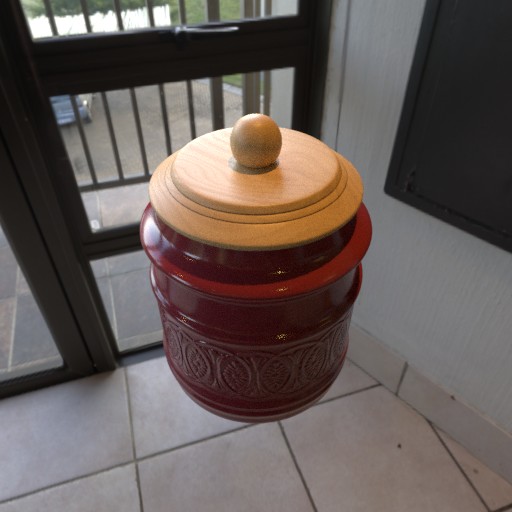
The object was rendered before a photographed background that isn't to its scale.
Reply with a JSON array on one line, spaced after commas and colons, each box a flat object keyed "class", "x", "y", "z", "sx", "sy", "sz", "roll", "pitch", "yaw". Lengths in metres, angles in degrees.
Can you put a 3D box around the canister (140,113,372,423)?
[{"class": "canister", "x": 0.000, "y": 0.000, "z": 0.271, "sx": 0.130, "sy": 0.176, "sz": 0.130, "roll": 0, "pitch": 40, "yaw": 0}]
